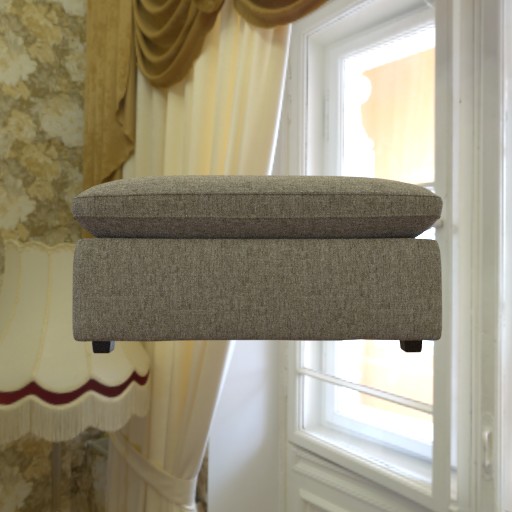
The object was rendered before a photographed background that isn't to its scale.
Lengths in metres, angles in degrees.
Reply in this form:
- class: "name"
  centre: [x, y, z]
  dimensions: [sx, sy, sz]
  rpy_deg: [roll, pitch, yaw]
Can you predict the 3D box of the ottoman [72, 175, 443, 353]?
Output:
- class: "ottoman"
  centre: [0.000, 0.000, 1.659]
  dimensions: [1.035, 0.526, 1.039]
  rpy_deg: [0, 0, -1]
